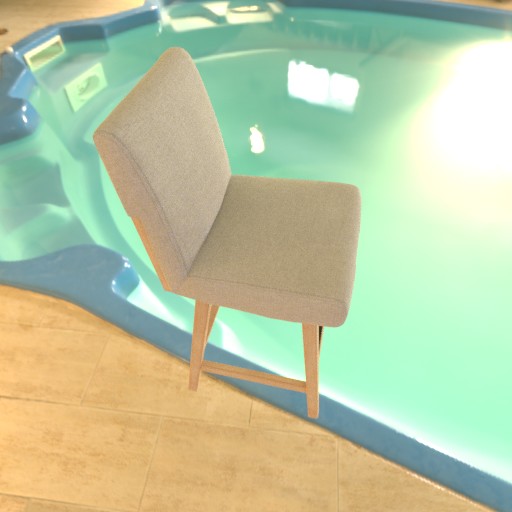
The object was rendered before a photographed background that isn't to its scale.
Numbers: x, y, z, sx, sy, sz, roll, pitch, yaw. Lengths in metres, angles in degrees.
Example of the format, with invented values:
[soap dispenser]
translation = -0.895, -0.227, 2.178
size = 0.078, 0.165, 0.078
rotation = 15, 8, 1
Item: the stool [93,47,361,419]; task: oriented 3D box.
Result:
[stool]
translation = 0.000, 0.000, 1.402
size = 0.606, 1.085, 0.507
rotation = 10, 48, 9
